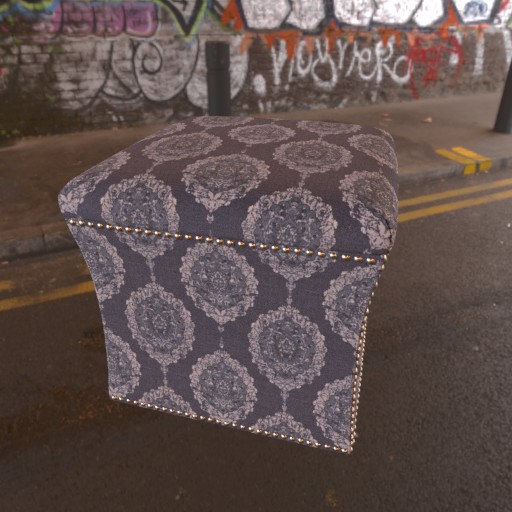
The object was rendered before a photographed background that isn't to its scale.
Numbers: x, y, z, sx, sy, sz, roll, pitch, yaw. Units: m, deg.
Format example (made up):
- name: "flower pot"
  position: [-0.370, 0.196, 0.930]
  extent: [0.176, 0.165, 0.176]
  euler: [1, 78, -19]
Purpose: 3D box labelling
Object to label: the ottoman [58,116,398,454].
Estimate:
- name: "ottoman"
  position: [0.000, 0.000, 0.891]
  extent: [0.497, 0.475, 0.507]
  euler: [8, 30, 14]
